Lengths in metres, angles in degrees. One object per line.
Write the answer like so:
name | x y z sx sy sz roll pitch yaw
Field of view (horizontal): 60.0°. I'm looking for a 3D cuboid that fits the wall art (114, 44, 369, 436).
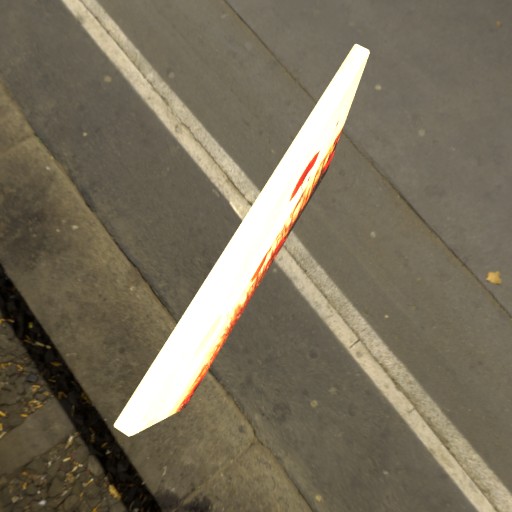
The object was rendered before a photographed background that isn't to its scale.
wall art | 0.000 0.000 1.162 0.038 0.602 0.918 30 77 7
